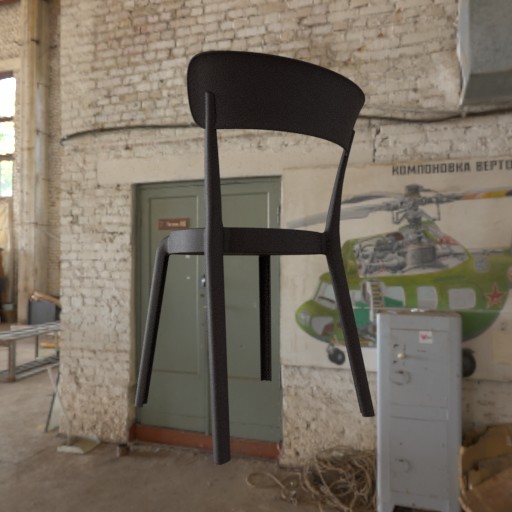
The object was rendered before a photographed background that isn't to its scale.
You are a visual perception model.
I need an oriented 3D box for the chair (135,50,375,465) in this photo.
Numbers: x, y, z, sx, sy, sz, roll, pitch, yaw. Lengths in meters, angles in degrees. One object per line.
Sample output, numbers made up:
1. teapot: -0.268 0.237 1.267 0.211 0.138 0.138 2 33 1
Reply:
1. chair: 0.000 0.000 1.117 0.506 0.790 0.491 1 -1 -36
